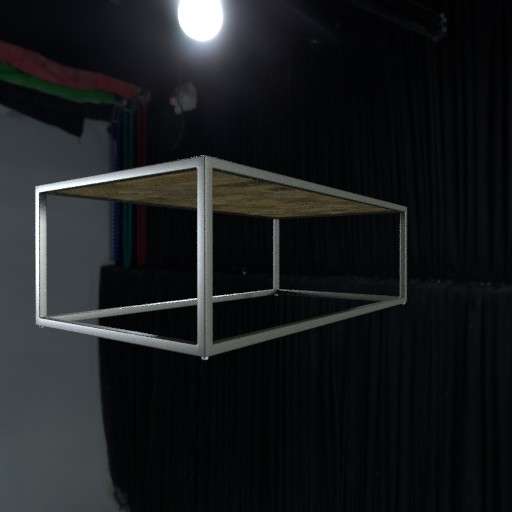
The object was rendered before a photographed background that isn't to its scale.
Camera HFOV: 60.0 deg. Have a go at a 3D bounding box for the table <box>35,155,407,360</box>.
[{"bbox_3d":[0.000,0.000,1.529,0.649,0.398,1.199,0,0,37],"label":"table"}]
